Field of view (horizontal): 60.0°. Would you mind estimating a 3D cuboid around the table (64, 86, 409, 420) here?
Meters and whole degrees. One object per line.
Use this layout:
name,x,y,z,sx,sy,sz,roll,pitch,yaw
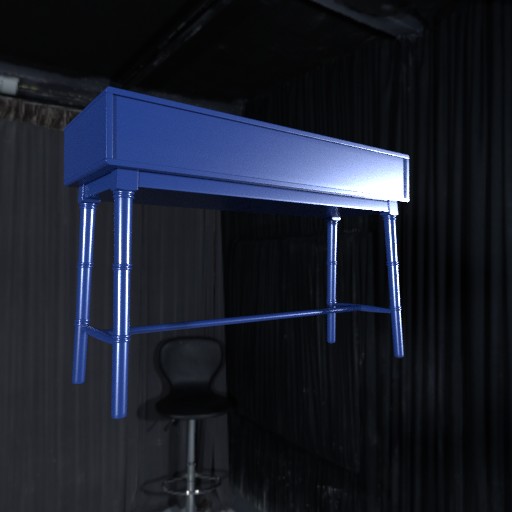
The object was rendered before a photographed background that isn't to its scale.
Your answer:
table,0.000,0.000,1.469,1.118,0.749,0.399,0,0,-36
